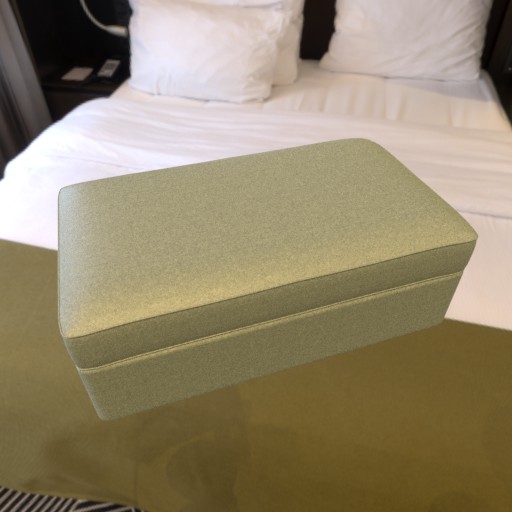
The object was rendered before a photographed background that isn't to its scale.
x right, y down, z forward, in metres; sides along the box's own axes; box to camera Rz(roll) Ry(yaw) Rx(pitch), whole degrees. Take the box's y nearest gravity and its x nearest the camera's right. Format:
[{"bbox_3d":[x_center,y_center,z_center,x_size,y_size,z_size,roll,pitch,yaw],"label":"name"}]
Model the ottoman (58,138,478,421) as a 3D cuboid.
[{"bbox_3d":[0.000,0.000,1.505,1.173,0.494,0.681,-13,43,-14],"label":"ottoman"}]
